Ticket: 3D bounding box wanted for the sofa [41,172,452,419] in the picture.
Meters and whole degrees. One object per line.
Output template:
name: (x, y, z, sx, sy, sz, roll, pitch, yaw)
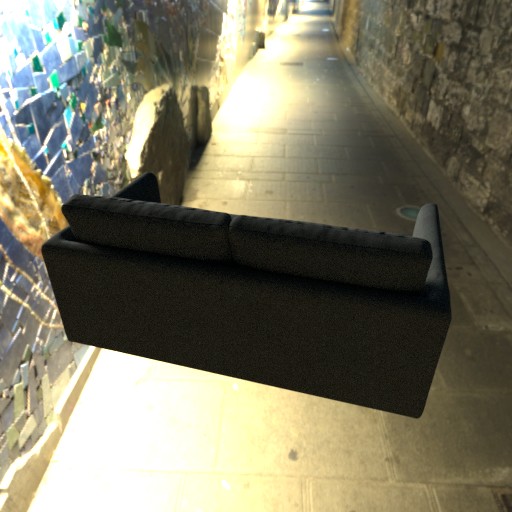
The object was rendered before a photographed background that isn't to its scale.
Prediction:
sofa: (0.000, 0.000, 2.482, 1.909, 0.845, 1.091, 9, 32, 14)
